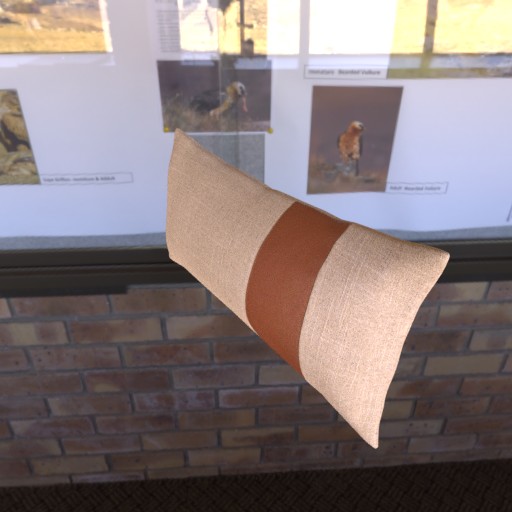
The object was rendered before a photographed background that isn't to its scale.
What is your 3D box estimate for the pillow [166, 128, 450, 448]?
[{"bbox_3d":[0.000,0.000,0.728,0.155,0.282,0.612,-20,36,-30],"label":"pillow"}]
